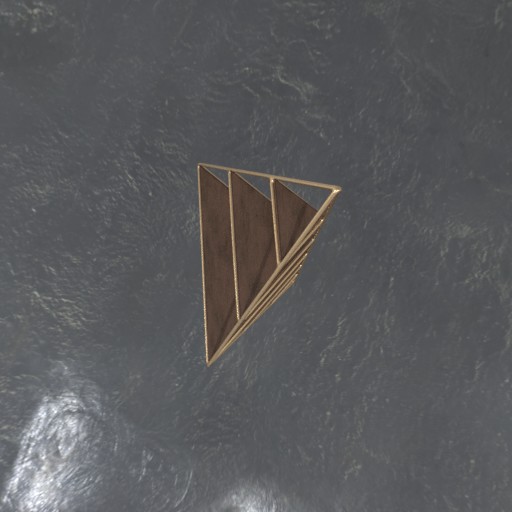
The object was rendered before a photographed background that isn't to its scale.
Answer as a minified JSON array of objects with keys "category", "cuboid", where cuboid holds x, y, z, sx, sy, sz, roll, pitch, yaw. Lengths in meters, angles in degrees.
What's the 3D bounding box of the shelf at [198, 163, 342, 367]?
[{"category":"shelf","cuboid":[0.000,0.000,1.200,0.294,0.913,0.564,-4,77,-1]}]
